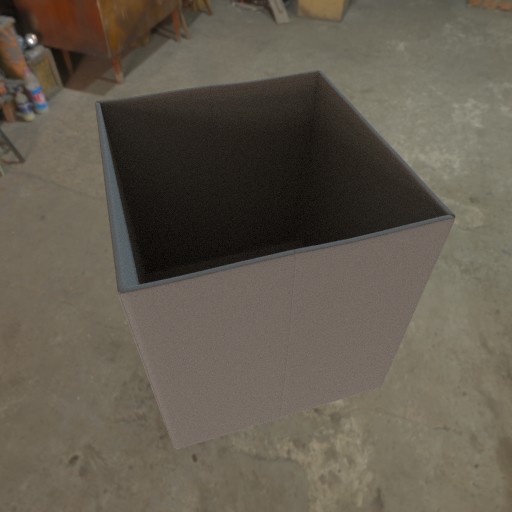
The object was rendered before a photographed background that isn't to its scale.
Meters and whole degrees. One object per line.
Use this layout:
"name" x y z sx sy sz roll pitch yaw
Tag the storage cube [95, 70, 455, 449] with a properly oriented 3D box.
"storage cube" 0.000 0.000 0.498 0.270 0.280 0.270 -13 48 -12
